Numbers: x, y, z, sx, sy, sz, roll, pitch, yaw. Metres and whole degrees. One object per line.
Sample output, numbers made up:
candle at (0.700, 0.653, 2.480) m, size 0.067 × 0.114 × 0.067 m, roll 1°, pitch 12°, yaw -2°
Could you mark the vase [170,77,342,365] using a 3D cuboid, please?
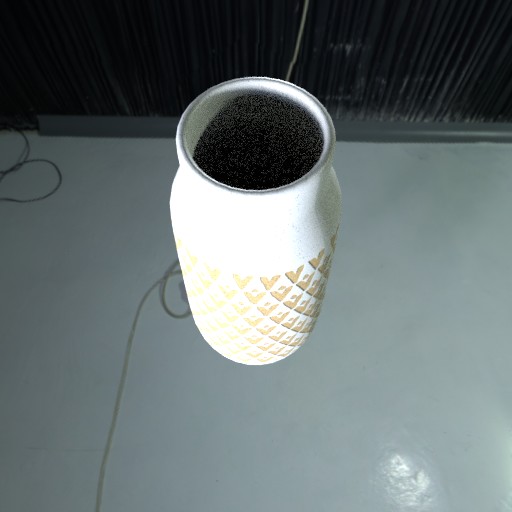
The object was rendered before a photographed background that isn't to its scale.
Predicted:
vase at (0.000, 0.000, 0.385) m, size 0.137 × 0.307 × 0.137 m, roll 0°, pitch 63°, yaw 0°
